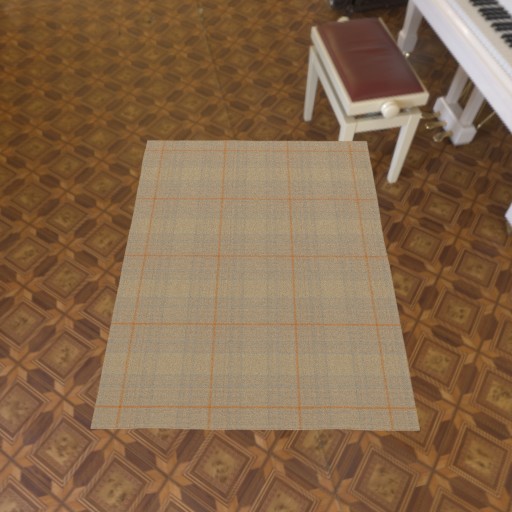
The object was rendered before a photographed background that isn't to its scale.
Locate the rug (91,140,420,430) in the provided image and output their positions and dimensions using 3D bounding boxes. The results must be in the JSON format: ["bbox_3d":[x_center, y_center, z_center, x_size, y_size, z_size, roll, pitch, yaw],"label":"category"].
[{"bbox_3d":[0.000,0.000,4.102,2.448,0.021,3.051,0,57,0],"label":"rug"}]
